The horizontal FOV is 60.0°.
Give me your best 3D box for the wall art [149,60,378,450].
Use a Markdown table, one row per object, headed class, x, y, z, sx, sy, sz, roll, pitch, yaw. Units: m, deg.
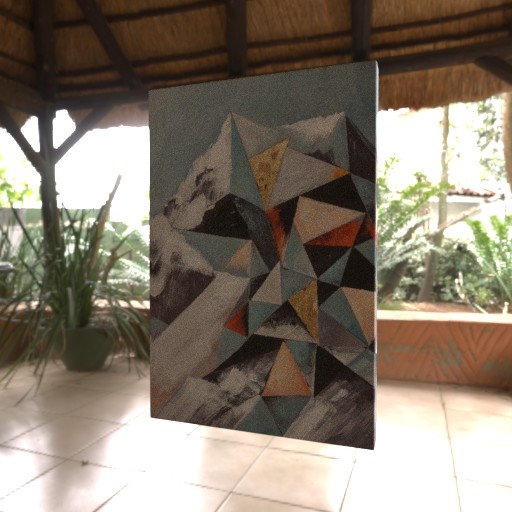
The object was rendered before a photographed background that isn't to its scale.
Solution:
| class | x | y | z | sx | sy | sz | roll | pitch | yaw |
| --- | --- | --- | --- | --- | --- | --- | --- | --- | --- |
| wall art | 0.000 | 0.000 | 1.158 | 0.609 | 0.911 | 0.061 | 0 | 1 | 19 |
